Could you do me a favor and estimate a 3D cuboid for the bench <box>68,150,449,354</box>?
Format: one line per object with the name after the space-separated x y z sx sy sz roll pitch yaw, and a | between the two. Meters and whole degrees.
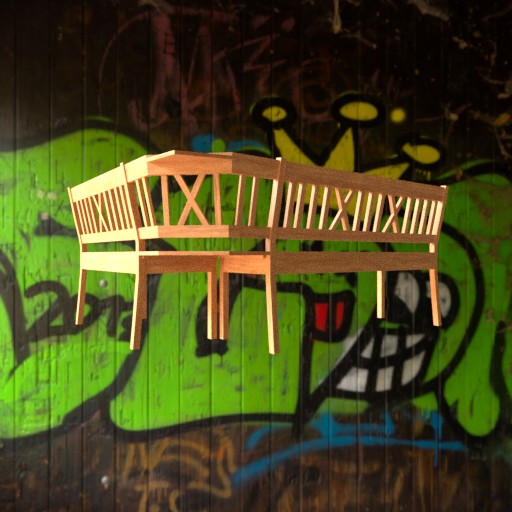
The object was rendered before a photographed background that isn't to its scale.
0.000 0.000 2.876 1.937 0.902 1.537 0 0 -37 | bench
